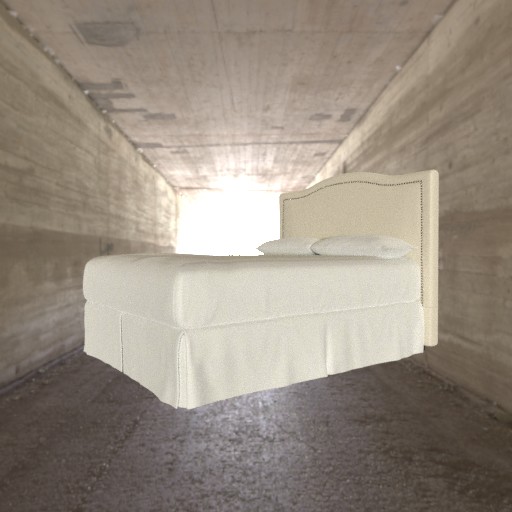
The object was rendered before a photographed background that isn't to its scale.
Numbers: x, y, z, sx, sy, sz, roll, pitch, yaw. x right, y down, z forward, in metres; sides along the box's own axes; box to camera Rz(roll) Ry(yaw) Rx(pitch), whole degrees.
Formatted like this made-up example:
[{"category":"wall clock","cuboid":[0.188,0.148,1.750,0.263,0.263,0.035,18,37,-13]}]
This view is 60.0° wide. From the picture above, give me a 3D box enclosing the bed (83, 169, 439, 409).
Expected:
[{"category":"bed","cuboid":[0.000,0.000,3.376,2.143,1.460,1.753,-1,1,-37]}]
